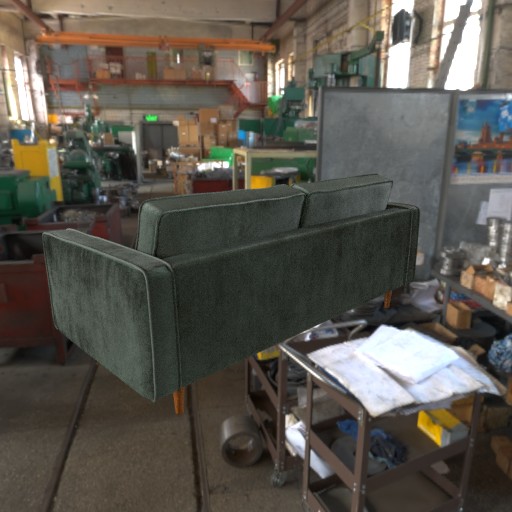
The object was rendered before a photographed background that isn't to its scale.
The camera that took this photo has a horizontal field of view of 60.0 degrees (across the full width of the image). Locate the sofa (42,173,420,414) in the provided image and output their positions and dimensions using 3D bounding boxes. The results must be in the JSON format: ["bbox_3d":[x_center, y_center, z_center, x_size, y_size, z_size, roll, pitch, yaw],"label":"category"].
[{"bbox_3d":[0.000,0.000,2.282,1.816,0.781,0.886,-14,21,-42],"label":"sofa"}]
